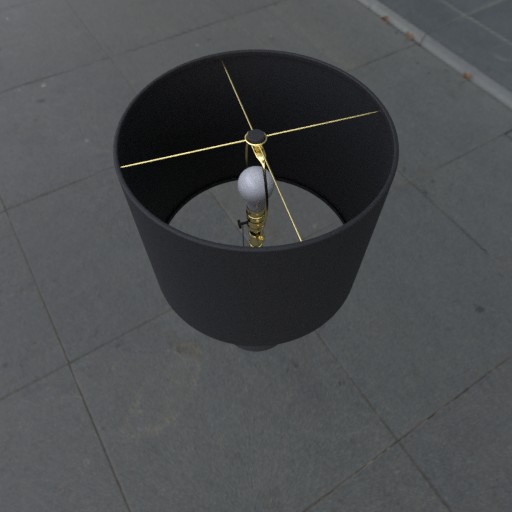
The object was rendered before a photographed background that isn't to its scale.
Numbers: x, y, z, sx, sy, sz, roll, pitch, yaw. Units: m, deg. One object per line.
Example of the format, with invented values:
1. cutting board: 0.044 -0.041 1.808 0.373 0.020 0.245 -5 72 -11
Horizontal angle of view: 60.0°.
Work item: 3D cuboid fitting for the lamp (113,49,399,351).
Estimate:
1. lamp: 0.000 0.000 0.808 0.359 0.584 0.359 -15 59 -9
